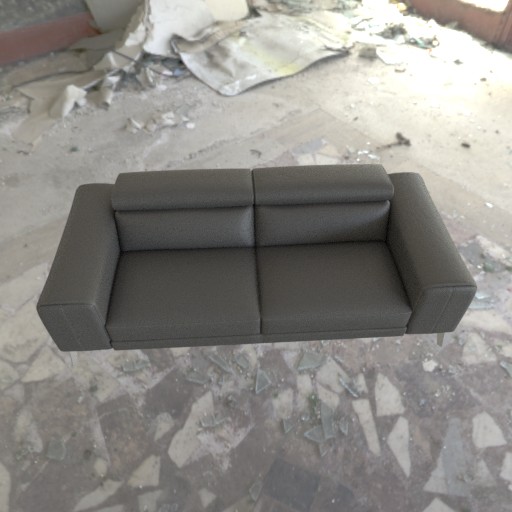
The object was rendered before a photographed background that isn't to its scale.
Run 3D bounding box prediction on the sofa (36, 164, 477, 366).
[{"bbox_3d":[0.000,0.000,2.767,2.321,0.759,1.023,-2,47,-2],"label":"sofa"}]
